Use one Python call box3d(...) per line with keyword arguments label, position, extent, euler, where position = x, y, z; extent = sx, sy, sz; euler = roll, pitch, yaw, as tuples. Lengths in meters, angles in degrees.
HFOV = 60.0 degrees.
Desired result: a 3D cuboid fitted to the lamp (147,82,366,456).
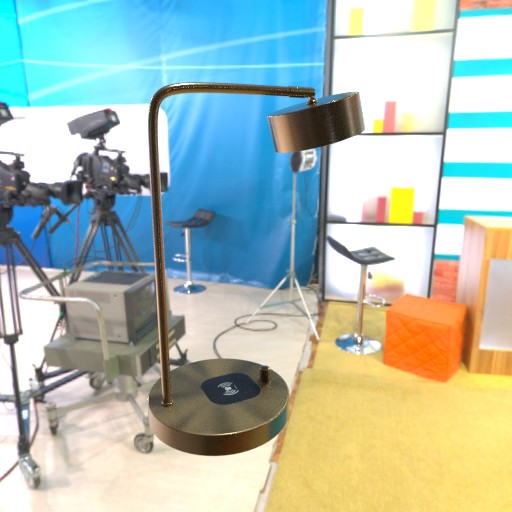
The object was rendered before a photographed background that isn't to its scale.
box3d(label="lamp", position=(0.000, 0.000, 0.521), extent=(0.270, 0.380, 0.171), euler=(-7, 16, -25))
